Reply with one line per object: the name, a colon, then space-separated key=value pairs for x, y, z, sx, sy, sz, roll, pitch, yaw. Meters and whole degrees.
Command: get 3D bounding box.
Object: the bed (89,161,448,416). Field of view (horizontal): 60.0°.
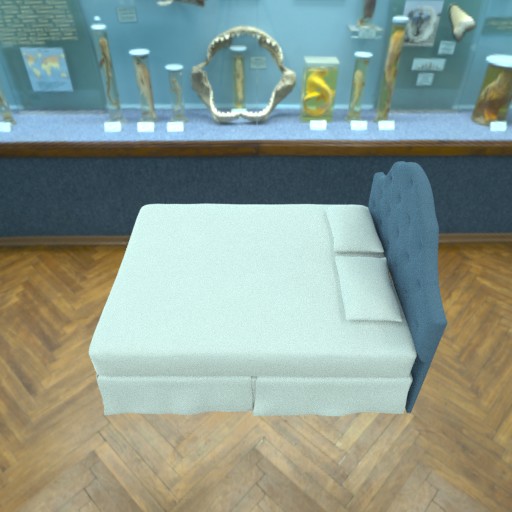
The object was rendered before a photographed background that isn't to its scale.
bed: x=0.000 y=0.000 z=3.762 sx=2.477 sy=1.617 sz=2.039 roll=0 pitch=40 yaw=0
